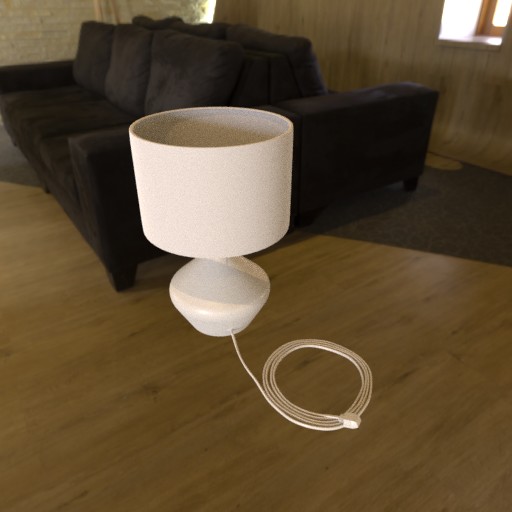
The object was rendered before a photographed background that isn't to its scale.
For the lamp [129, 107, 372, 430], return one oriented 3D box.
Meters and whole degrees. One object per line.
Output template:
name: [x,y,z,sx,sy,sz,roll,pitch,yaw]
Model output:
lamp: [0.000,0.000,0.863,0.401,0.457,0.546,-9,32,-15]
